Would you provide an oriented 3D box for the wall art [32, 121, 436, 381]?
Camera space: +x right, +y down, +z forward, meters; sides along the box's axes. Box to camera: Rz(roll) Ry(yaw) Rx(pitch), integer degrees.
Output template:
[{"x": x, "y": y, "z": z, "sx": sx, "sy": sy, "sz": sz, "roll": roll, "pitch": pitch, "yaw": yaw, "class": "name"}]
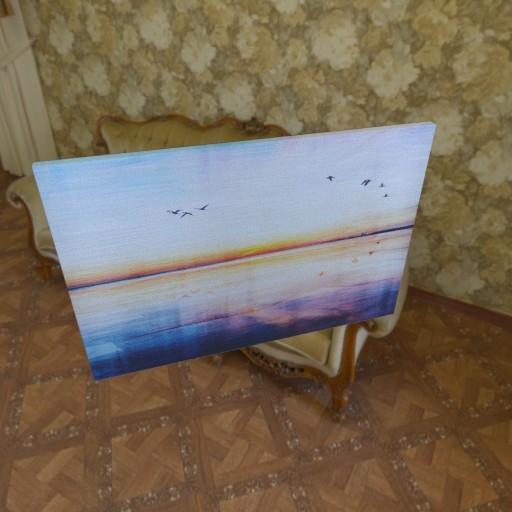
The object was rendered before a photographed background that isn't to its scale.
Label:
[{"x": 0.000, "y": 0.000, "z": 1.425, "sx": 1.137, "sy": 0.756, "sz": 0.034, "roll": -10, "pitch": 35, "yaw": -14, "class": "wall art"}]
